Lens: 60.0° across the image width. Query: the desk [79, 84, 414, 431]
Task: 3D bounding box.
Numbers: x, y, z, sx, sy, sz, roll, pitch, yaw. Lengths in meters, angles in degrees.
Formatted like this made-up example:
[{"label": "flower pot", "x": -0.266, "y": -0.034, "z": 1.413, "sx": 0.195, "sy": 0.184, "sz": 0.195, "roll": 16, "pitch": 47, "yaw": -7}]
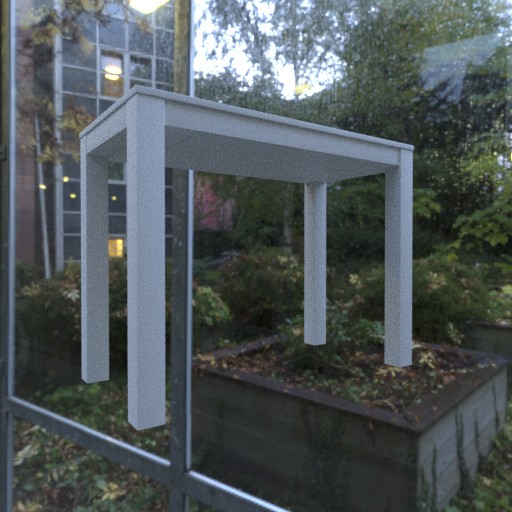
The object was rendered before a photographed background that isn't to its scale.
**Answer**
[{"label": "desk", "x": 0.000, "y": 0.000, "z": 1.461, "sx": 0.990, "sy": 0.762, "sz": 0.497, "roll": -1, "pitch": 1, "yaw": -35}]
